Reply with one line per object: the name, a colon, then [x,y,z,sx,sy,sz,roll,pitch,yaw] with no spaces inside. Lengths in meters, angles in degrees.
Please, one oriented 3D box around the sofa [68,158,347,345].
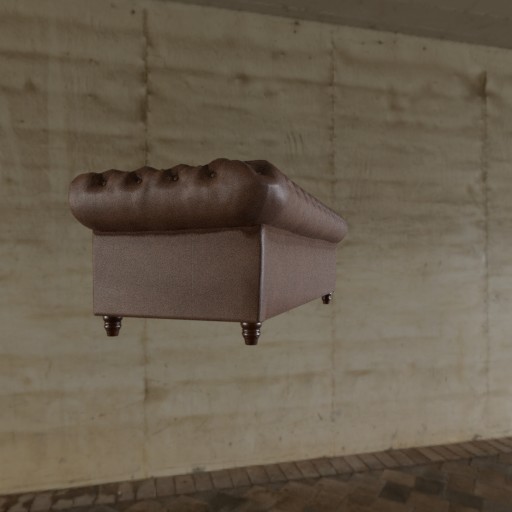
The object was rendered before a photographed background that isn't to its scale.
sofa: [0.000,0.000,2.878,0.944,0.783,2.385,0,-1,18]
